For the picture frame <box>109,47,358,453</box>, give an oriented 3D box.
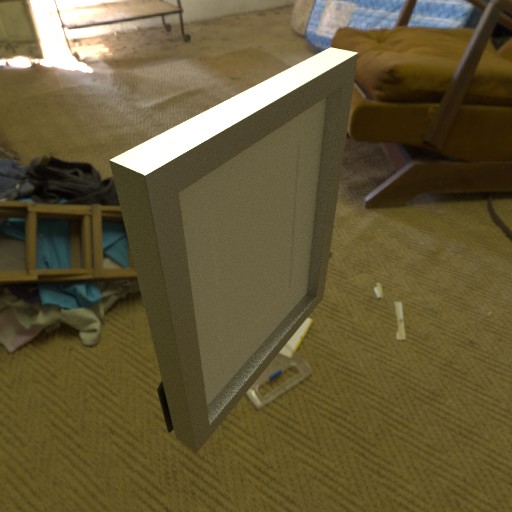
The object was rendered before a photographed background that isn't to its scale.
[{"bbox_3d":[0.000,0.000,0.382,0.036,0.282,0.233,25,47,26],"label":"picture frame"}]
